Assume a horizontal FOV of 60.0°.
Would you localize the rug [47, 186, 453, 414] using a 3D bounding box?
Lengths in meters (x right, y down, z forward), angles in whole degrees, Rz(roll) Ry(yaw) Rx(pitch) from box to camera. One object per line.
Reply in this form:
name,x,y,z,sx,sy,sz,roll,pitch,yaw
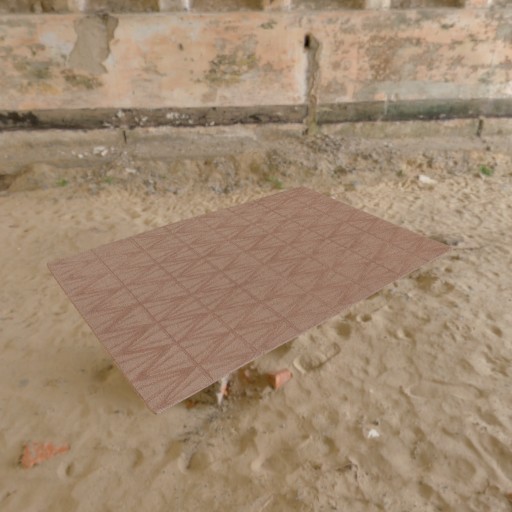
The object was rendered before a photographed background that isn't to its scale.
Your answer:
rug,0.000,0.000,2.384,1.837,0.025,1.230,-22,37,-32
